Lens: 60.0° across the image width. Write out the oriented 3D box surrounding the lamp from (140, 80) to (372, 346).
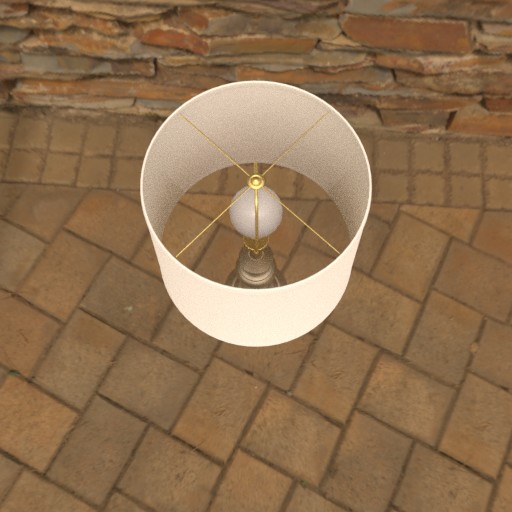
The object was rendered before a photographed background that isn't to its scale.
[{"bbox_3d":[0.000,0.000,0.797,0.328,0.619,0.328,0,73,0],"label":"lamp"}]
